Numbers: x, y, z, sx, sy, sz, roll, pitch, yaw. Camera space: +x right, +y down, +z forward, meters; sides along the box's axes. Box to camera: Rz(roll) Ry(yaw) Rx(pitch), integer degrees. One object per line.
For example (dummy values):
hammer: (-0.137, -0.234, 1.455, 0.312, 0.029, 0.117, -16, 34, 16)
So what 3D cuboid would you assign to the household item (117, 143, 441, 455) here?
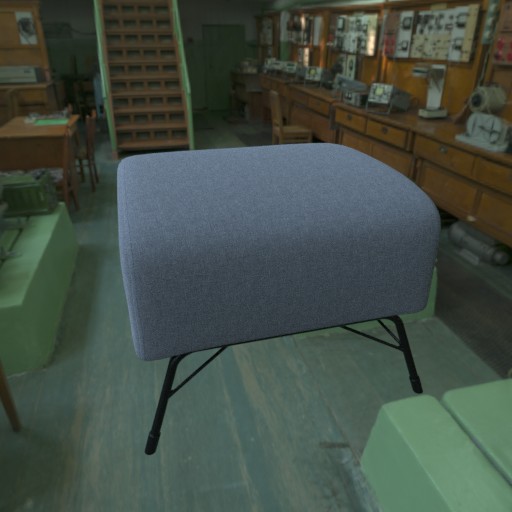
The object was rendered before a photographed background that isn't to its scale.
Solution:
household item: (0.000, 0.000, 0.930, 0.530, 0.410, 0.530, -7, 27, -14)
